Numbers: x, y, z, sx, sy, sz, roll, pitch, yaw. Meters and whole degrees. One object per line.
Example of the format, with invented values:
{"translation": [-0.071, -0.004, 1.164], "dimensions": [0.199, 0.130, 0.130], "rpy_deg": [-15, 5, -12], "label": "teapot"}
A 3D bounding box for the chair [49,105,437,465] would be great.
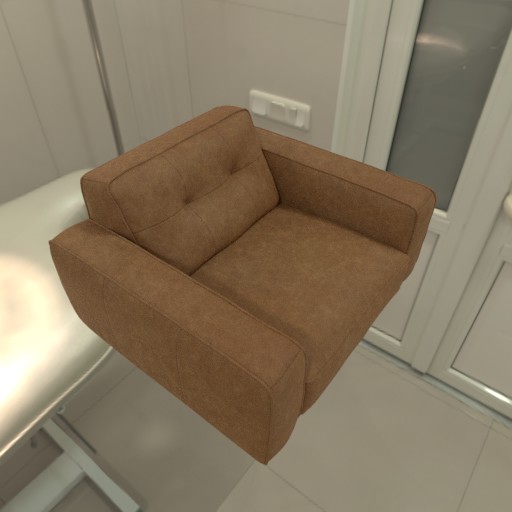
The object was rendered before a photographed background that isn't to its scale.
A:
{"translation": [0.000, 0.000, 1.690], "dimensions": [0.952, 0.782, 1.118], "rpy_deg": [27, 49, 27], "label": "chair"}
